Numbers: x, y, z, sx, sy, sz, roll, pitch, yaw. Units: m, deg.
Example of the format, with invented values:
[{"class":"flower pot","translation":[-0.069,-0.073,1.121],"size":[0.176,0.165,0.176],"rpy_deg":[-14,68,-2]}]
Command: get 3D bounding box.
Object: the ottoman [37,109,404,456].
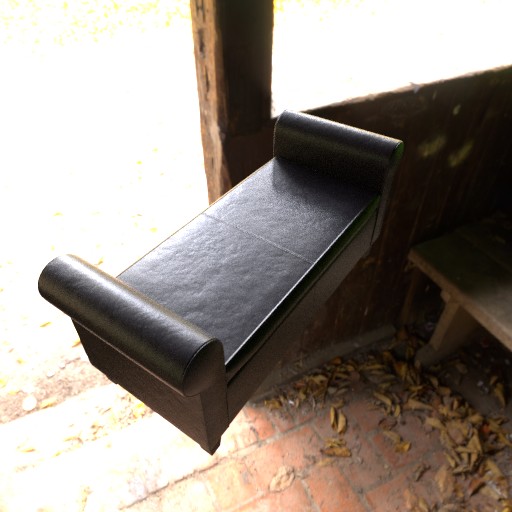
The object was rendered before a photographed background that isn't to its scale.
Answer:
[{"class":"ottoman","translation":[0.000,0.000,1.563],"size":[0.521,0.547,1.256],"rpy_deg":[25,48,25]}]
